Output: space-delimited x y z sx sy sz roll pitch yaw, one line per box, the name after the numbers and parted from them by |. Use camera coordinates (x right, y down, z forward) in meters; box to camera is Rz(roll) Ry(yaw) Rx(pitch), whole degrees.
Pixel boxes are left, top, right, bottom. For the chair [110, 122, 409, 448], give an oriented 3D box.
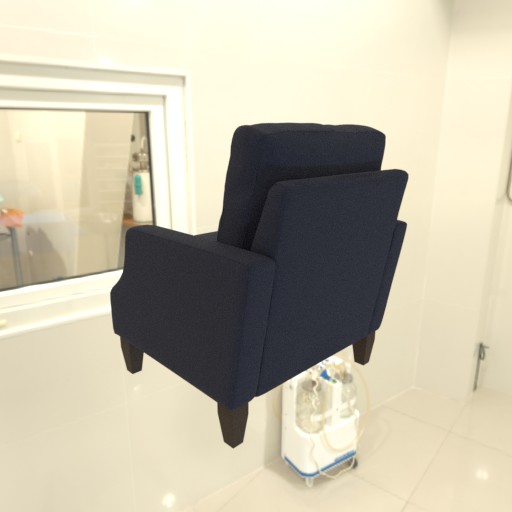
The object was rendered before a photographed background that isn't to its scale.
0.000 0.000 1.737 0.855 0.991 0.897 -15 21 -42 | chair
